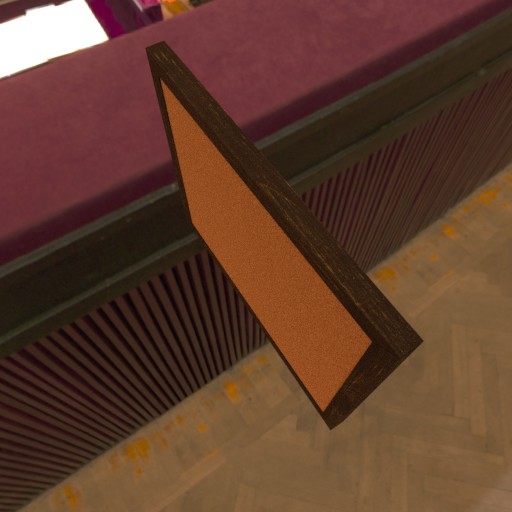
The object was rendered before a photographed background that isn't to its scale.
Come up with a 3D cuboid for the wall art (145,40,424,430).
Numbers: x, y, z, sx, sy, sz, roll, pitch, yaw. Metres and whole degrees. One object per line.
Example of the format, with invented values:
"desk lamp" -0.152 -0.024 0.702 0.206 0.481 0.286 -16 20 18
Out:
"wall art" 0.000 0.000 0.745 0.032 0.457 0.558 -29 64 -16
